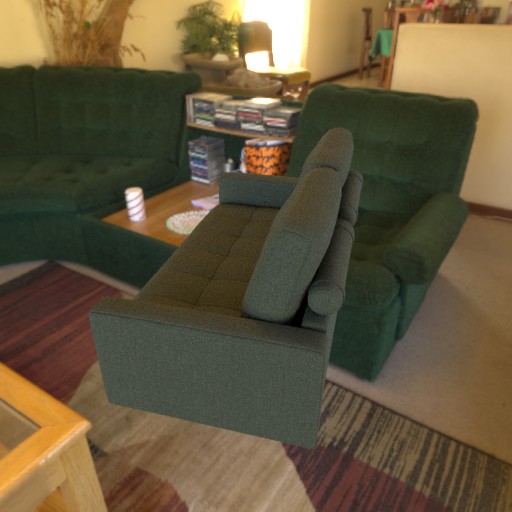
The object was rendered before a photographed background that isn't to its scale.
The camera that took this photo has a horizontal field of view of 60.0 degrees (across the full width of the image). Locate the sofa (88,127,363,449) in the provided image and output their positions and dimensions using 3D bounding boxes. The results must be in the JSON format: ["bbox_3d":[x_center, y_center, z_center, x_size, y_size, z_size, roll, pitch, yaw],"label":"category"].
[{"bbox_3d":[0.000,0.000,1.995,0.842,0.907,1.407,8,31,13],"label":"sofa"}]
